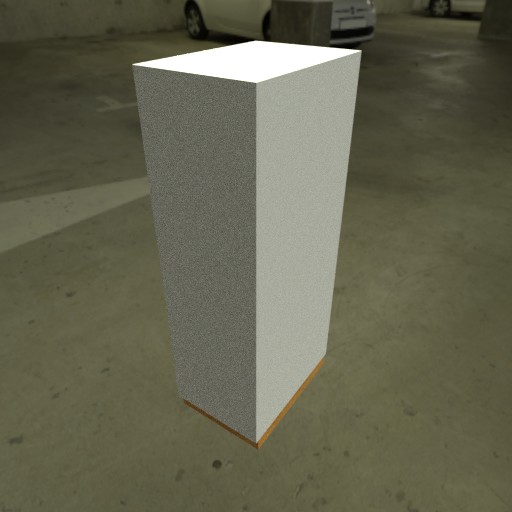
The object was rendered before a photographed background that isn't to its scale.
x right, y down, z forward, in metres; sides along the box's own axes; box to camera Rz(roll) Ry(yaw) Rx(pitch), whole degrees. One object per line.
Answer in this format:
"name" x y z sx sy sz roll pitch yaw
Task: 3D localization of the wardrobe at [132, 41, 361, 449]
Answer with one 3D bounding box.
"wardrobe" 0.000 0.000 2.463 0.600 2.040 0.860 21 38 29
